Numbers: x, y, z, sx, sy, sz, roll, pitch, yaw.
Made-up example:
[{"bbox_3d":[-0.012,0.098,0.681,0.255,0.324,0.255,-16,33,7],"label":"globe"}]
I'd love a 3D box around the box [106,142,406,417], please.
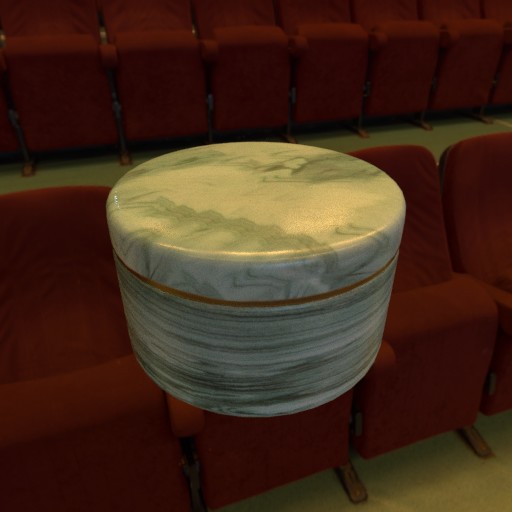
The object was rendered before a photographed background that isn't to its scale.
[{"bbox_3d":[0.000,0.000,0.169,0.101,0.063,0.101,0,31,0],"label":"box"}]
